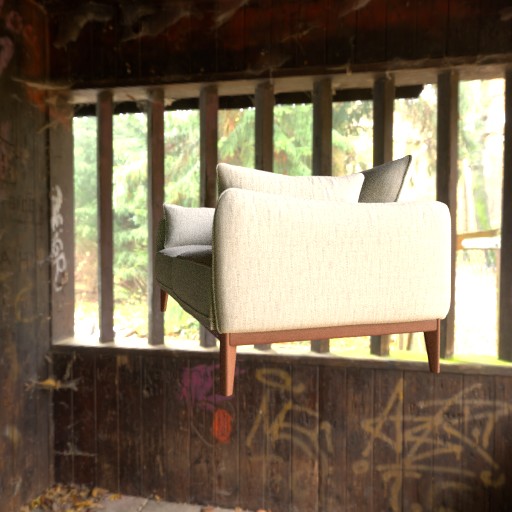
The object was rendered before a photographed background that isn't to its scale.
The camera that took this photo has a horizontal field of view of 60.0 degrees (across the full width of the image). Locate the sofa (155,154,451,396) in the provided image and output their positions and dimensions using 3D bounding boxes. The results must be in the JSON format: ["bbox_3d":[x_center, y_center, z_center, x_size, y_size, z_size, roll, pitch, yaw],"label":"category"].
[{"bbox_3d":[0.000,0.000,2.479,0.991,0.860,1.989,-1,2,-18],"label":"sofa"}]
